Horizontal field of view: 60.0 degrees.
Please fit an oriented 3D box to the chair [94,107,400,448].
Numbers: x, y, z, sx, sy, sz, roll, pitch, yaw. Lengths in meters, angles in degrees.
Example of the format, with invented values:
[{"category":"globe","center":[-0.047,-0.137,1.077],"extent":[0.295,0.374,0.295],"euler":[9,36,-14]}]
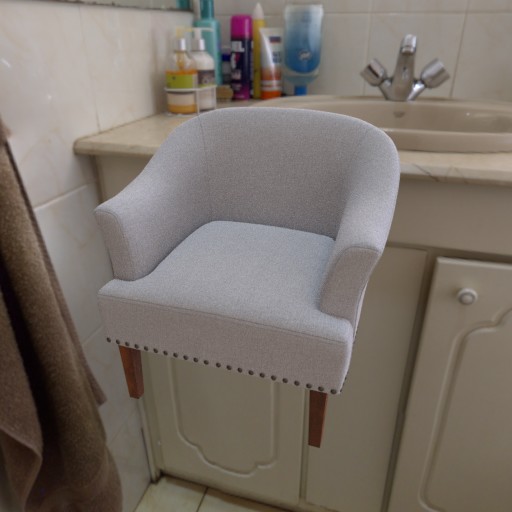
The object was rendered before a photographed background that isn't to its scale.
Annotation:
[{"category":"chair","center":[0.000,0.000,1.410],"extent":[0.798,0.815,0.704],"euler":[9,28,17]}]
